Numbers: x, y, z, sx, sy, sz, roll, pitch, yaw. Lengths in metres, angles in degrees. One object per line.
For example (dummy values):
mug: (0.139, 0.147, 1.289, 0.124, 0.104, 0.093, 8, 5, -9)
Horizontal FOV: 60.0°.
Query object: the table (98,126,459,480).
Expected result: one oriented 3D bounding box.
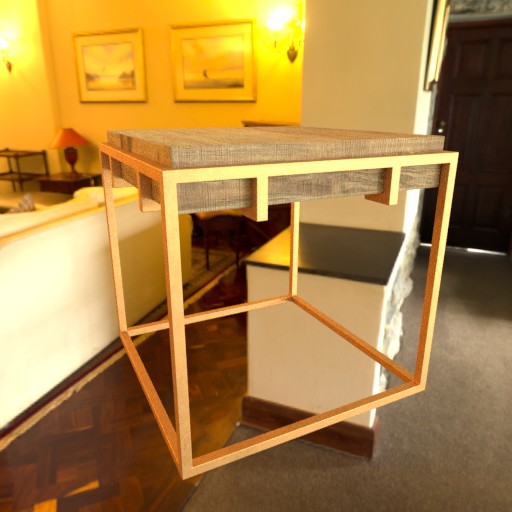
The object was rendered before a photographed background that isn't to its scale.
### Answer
table: (0.000, 0.000, 1.088, 0.599, 0.584, 0.599, -9, 21, -25)
